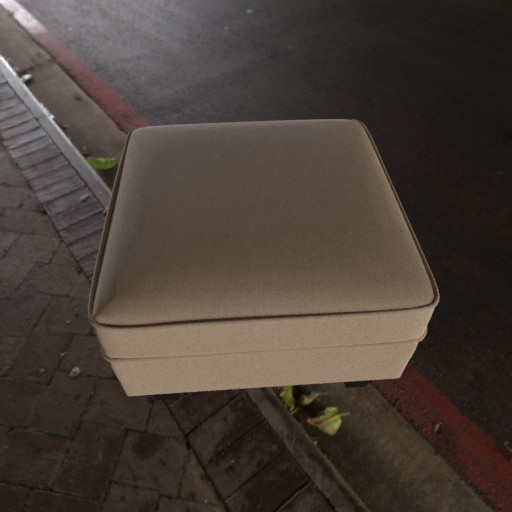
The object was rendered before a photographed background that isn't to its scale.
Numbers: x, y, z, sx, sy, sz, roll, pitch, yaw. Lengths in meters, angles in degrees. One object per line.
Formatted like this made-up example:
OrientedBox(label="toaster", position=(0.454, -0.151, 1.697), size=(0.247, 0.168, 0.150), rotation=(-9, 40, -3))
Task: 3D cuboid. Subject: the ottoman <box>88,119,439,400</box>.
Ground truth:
OrientedBox(label="ottoman", position=(0.000, 0.000, 1.058), size=(0.613, 0.438, 0.616), rotation=(-3, 48, -3))
